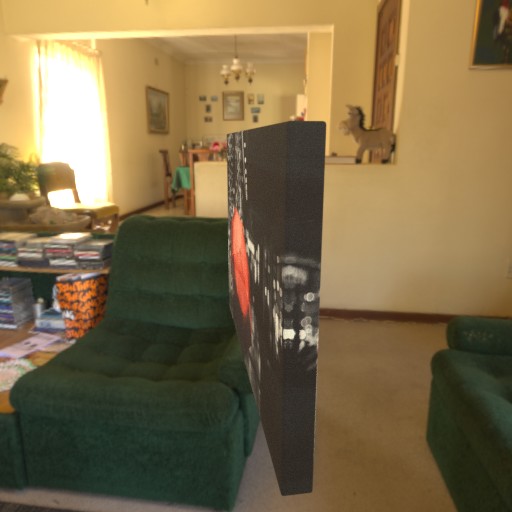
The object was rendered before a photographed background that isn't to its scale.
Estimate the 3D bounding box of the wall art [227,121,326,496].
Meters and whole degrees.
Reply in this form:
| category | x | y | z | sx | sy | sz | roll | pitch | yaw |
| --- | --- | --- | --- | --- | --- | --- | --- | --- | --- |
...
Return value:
| category | x | y | z | sx | sy | sz | roll | pitch | yaw |
| --- | --- | --- | --- | --- | --- | --- | --- | --- | --- |
| wall art | 0.000 | 0.000 | 0.743 | 0.037 | 0.406 | 0.609 | -2 | 14 | -9 |
